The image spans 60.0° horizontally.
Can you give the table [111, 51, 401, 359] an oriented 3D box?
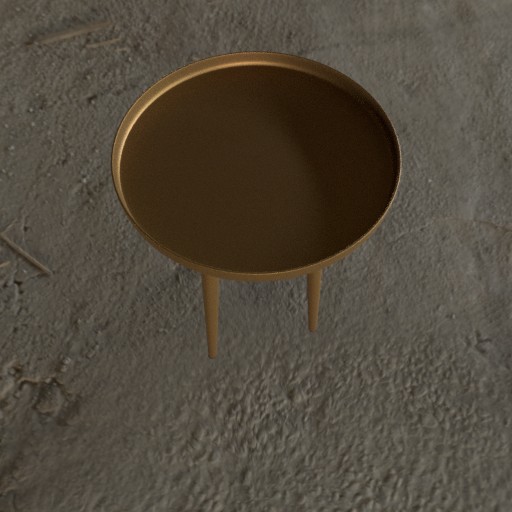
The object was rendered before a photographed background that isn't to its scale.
[{"bbox_3d":[0.000,0.000,0.671,0.299,0.480,0.299,-16,63,-9],"label":"table"}]
